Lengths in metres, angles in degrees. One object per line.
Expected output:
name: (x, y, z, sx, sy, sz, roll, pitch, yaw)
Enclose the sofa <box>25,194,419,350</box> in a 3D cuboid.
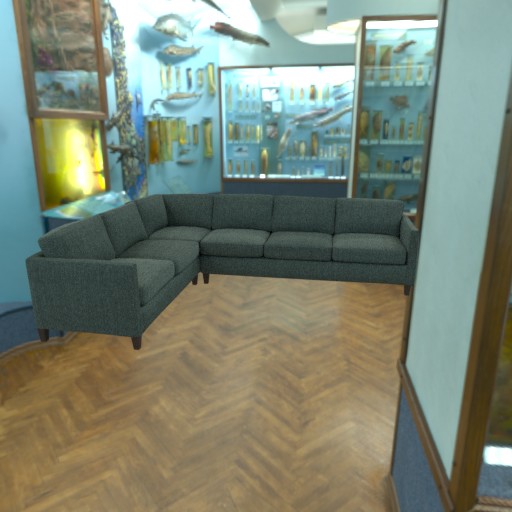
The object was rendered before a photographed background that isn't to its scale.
sofa: (0.000, 0.000, 4.484, 3.302, 0.947, 2.593, 3, 16, 9)
